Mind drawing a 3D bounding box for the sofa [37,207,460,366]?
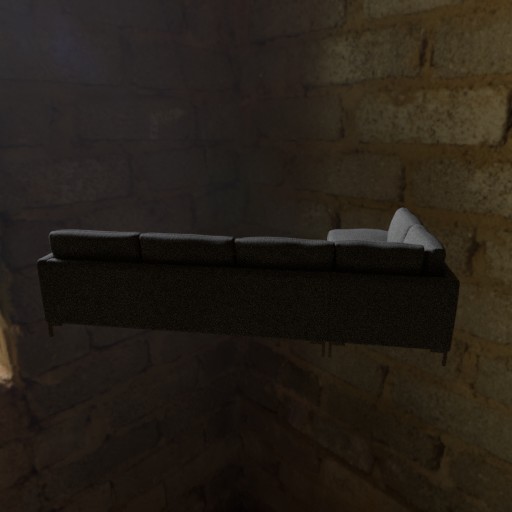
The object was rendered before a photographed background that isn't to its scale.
[{"bbox_3d":[0.000,0.000,3.967,2.949,0.815,2.007,3,17,8],"label":"sofa"}]
